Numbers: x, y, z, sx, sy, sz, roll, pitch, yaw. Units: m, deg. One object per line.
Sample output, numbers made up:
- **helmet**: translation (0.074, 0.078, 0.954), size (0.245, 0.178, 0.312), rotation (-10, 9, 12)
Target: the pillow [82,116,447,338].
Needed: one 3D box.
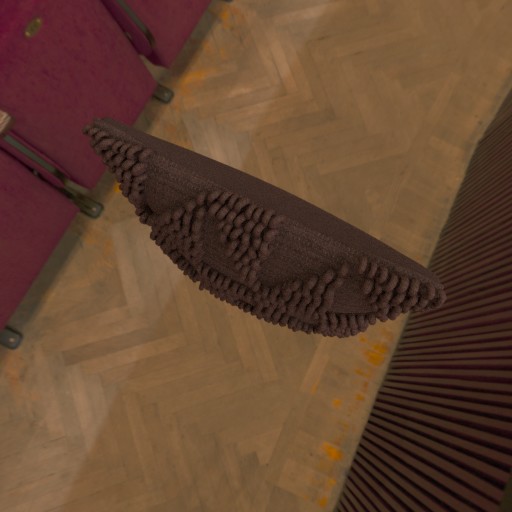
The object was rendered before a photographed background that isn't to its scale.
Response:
- **pillow**: translation (0.000, 0.000, 0.721), size (0.470, 0.467, 0.172), rotation (26, 77, 6)
